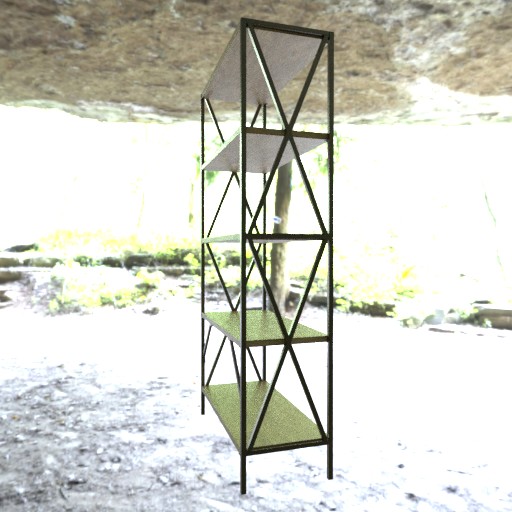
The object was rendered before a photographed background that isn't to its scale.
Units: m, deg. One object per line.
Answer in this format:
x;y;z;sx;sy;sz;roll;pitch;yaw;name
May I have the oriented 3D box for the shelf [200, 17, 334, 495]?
0.000;0.000;2.148;0.386;1.803;0.874;0;1;-17;shelf
